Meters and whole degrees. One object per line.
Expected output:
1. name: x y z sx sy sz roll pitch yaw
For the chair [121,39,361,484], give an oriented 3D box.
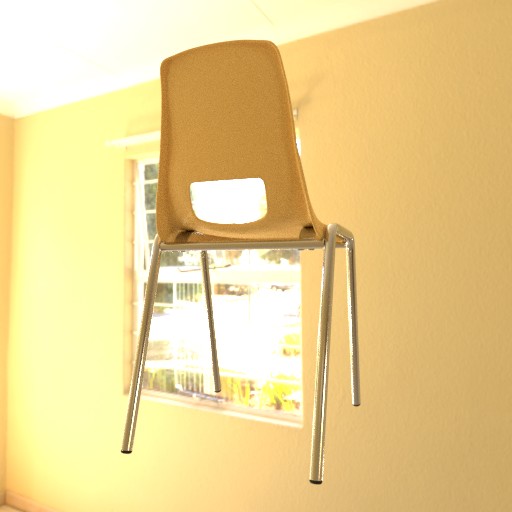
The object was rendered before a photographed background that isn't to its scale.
1. chair: 0.000 0.000 0.929 0.381 0.704 0.436 -1 -2 19
